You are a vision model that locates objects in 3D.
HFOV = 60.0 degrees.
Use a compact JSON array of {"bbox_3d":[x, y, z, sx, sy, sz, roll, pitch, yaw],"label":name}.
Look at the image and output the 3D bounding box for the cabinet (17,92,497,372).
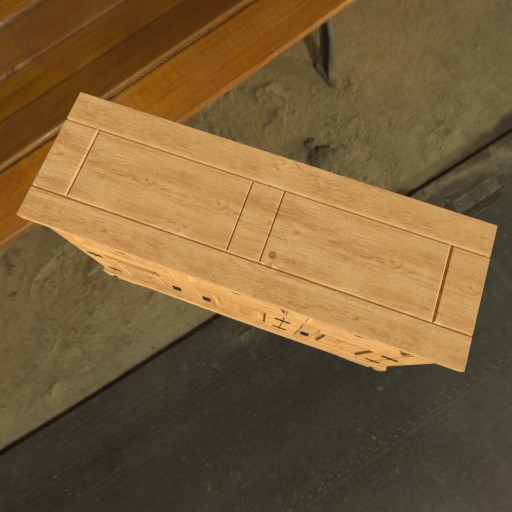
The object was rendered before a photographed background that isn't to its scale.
[{"bbox_3d":[0.000,0.000,1.672,1.321,0.810,0.432,19,76,5],"label":"cabinet"}]
